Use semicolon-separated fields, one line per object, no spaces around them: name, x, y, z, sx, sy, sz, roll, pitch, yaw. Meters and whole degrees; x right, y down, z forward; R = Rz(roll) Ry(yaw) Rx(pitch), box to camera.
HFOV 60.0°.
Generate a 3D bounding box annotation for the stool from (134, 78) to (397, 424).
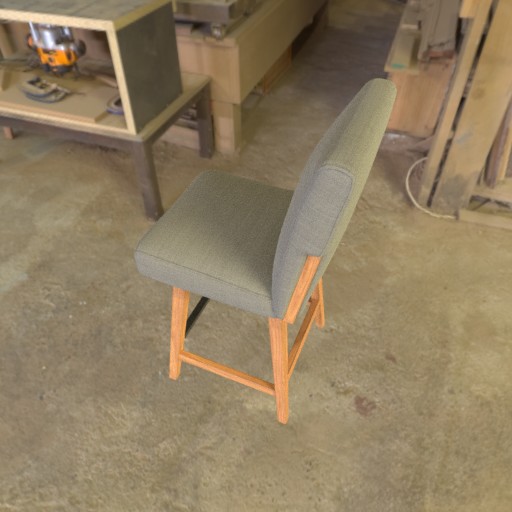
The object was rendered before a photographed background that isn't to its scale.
stool;0.000;0.000;1.338;0.570;1.019;0.459;17;47;16
